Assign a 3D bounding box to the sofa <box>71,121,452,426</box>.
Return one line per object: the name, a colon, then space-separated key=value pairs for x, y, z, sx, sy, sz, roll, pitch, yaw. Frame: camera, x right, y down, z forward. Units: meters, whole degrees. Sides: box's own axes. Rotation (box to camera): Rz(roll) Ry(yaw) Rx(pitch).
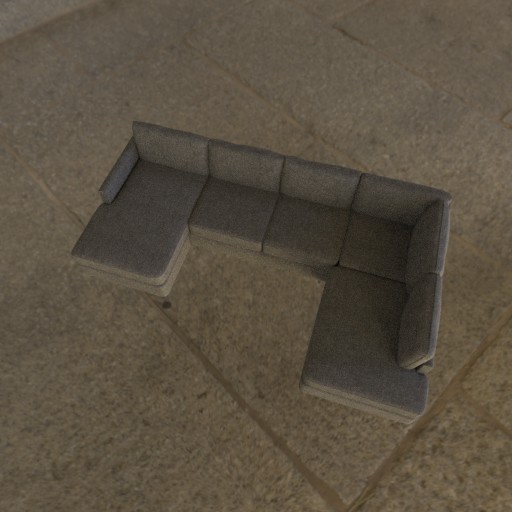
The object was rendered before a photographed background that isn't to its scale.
sofa: x=0.000 y=0.000 z=4.255 sx=3.423 sy=0.999 sz=2.048 roll=15 pitch=61 yaw=9
